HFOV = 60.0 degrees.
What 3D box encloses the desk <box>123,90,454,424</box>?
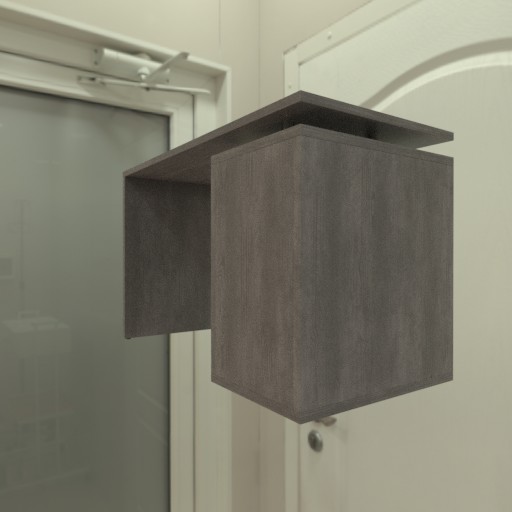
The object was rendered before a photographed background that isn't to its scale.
[{"bbox_3d":[0.000,0.000,1.643,0.600,0.740,1.200,0,0,-35],"label":"desk"}]
